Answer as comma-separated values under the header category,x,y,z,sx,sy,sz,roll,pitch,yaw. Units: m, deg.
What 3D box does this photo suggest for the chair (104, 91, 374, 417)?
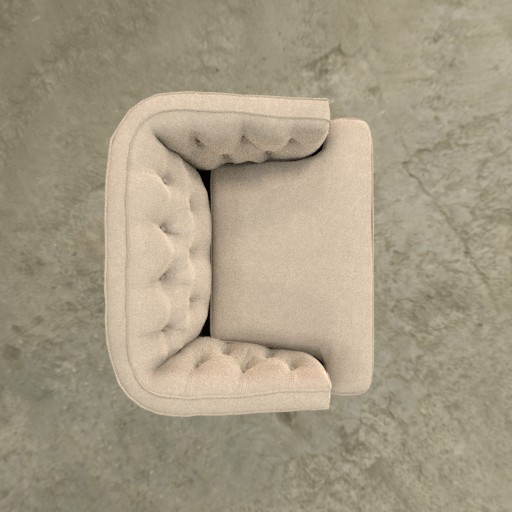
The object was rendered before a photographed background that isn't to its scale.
category,x,y,z,sx,sy,sz,roll,pitch,yaw
chair,0.000,0.000,1.792,0.941,0.852,1.104,0,89,2
